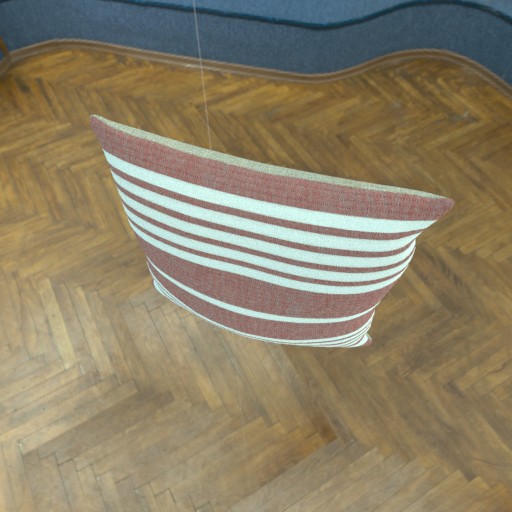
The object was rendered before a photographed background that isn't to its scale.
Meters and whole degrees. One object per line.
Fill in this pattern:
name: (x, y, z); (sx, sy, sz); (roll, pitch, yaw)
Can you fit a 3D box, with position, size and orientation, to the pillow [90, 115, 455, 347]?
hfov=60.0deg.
pillow: (0.000, 0.000, 0.672); (0.439, 0.427, 0.182); (15, 59, 9)
